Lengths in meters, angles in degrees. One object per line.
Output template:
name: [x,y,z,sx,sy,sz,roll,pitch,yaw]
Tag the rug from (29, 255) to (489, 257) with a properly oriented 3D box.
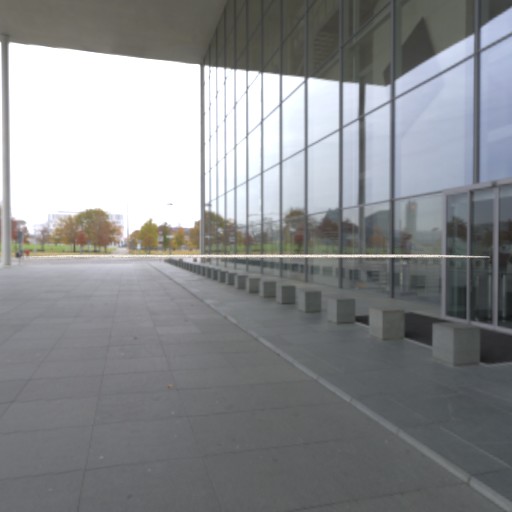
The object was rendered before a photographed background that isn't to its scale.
rug: [0.000,0.000,2.640,2.464,0.005,0.660,0,1,-1]
